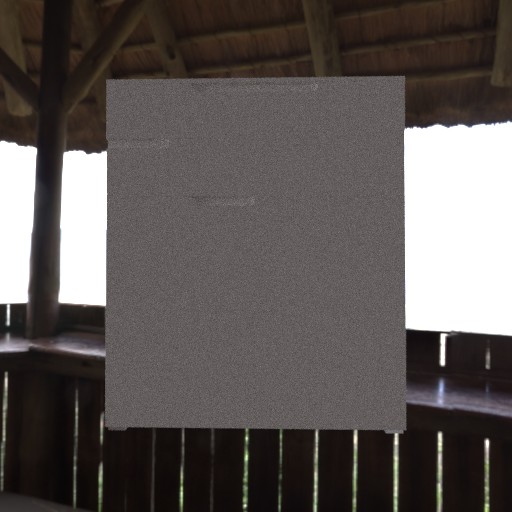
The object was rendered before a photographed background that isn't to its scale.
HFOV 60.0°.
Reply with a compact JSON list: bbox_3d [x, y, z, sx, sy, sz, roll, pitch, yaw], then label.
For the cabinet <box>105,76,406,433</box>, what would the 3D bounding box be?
[{"bbox_3d":[0.000,0.000,1.678,1.000,1.190,0.400,0,-1,2],"label":"cabinet"}]
